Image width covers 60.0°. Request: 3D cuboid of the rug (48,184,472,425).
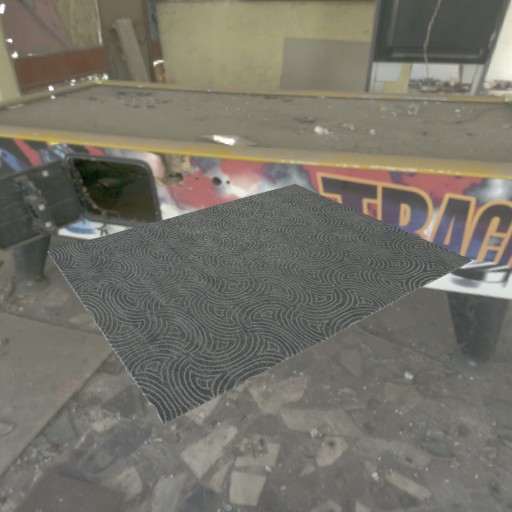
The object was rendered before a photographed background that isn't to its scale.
[{"bbox_3d":[0.000,0.000,4.068,3.042,0.021,2.456,-20,35,-31],"label":"rug"}]
